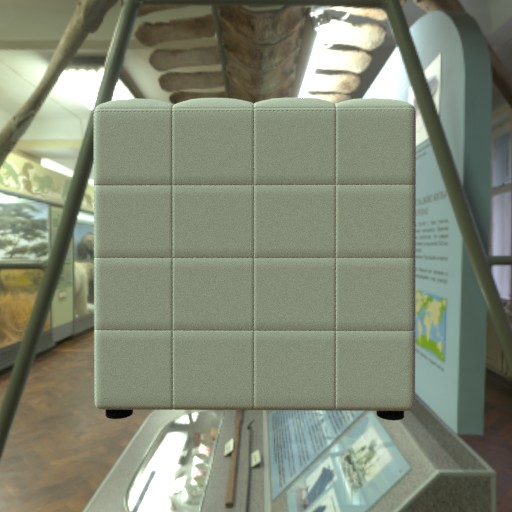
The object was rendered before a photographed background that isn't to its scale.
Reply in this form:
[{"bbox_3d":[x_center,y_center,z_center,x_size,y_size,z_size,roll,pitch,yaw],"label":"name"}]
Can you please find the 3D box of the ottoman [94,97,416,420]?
[{"bbox_3d":[0.000,0.000,0.791,0.425,0.432,0.425,0,0,1],"label":"ottoman"}]
